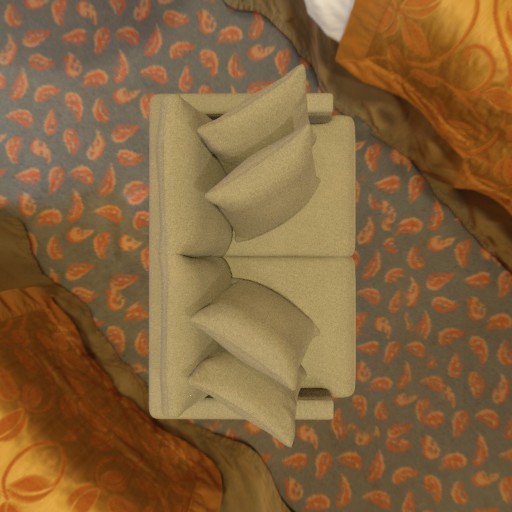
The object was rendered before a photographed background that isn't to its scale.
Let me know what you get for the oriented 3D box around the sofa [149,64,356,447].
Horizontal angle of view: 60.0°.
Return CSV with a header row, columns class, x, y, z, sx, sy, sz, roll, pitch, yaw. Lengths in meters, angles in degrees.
class,x,y,z,sx,sy,sz,roll,pitch,yaw
sofa,0.000,0.000,2.628,1.228,1.080,1.869,0,90,1
